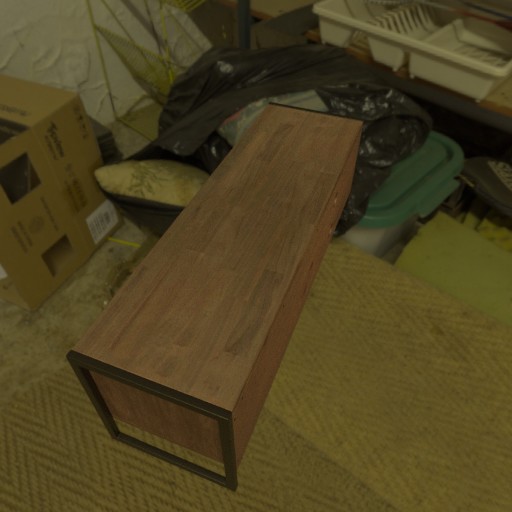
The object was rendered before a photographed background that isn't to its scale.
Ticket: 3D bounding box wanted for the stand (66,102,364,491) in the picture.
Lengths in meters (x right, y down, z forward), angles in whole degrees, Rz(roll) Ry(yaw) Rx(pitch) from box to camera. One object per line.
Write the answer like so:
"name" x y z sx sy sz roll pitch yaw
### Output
"stand" 0.000 0.000 1.724 0.454 0.506 1.480 16 47 15
